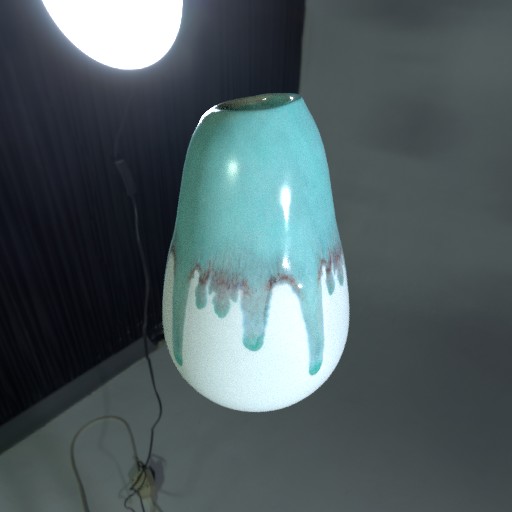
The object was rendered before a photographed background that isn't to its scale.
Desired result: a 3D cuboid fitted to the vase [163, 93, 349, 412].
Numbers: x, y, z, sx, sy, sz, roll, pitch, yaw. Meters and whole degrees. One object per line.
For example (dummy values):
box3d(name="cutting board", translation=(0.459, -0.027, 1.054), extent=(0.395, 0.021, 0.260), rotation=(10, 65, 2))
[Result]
box3d(name="vase", translation=(0.000, 0.000, 0.261), extent=(0.116, 0.179, 0.116), rotation=(0, 30, 0))
